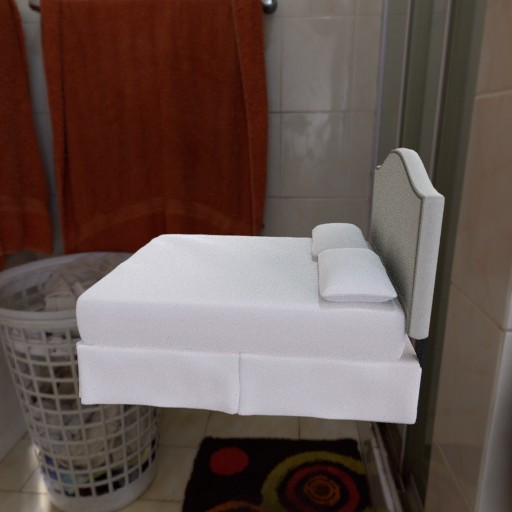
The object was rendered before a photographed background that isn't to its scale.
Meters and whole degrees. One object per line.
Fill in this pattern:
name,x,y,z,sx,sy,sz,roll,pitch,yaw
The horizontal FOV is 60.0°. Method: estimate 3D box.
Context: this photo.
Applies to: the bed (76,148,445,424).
bed,0.000,0.000,3.377,2.180,1.607,1.813,2,17,6
